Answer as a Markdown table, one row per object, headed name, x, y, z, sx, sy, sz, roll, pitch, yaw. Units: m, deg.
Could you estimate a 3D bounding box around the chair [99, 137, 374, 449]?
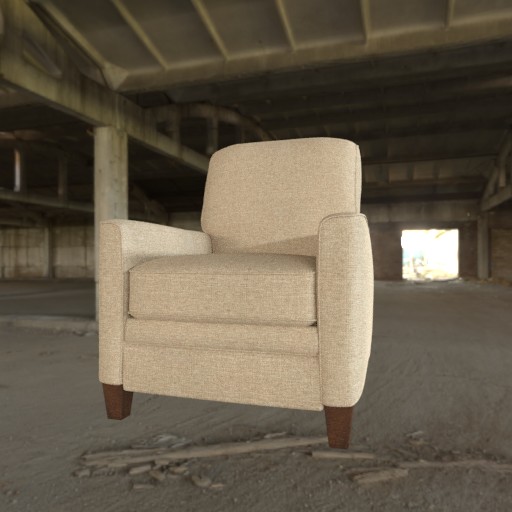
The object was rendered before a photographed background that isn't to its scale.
| name | x | y | z | sx | sy | sz | roll | pitch | yaw |
| --- | --- | --- | --- | --- | --- | --- | --- | --- | --- |
| chair | 0.000 | 0.000 | 1.644 | 0.841 | 1.028 | 0.858 | 0 | 0 | 17 |
